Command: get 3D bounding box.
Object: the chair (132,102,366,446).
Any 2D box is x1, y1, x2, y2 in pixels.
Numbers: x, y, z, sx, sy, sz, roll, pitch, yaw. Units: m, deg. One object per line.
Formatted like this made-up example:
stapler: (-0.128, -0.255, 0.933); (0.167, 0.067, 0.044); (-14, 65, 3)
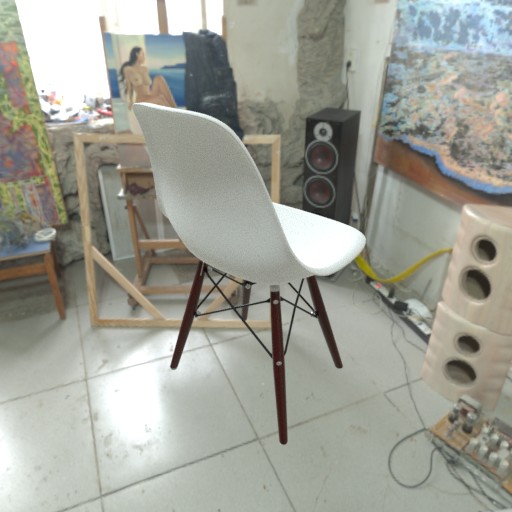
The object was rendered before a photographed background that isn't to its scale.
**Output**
chair: (0.000, 0.000, 1.139); (0.470, 0.826, 0.533); (21, 36, 32)
